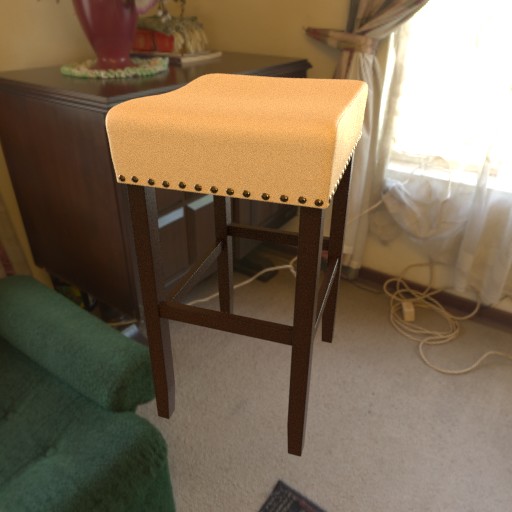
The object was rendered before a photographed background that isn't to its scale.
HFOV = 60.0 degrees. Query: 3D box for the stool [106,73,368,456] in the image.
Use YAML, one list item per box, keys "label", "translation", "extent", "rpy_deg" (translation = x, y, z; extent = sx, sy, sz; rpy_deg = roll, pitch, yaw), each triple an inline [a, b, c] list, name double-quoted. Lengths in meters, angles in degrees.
- label: "stool"
  translation: [0.000, 0.000, 1.071]
  extent: [0.401, 0.762, 0.471]
  rpy_deg: [9, 31, 16]
